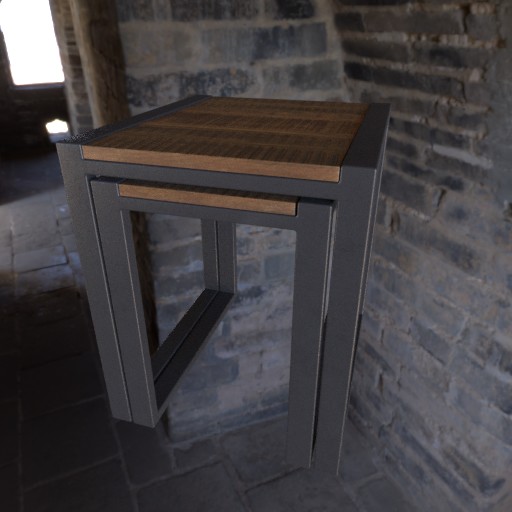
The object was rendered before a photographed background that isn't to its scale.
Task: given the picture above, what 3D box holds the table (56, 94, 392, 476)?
[{"bbox_3d":[0.000,0.000,0.913,0.449,0.550,0.500,8,29,15],"label":"table"}]
